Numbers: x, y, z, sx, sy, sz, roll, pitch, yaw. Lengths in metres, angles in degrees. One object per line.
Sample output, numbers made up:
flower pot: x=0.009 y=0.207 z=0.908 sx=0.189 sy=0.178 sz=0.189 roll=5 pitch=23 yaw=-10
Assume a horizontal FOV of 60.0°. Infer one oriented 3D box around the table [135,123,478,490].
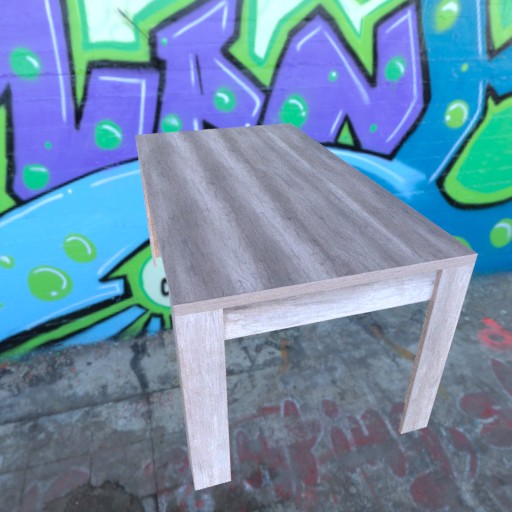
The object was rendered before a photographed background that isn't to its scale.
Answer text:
table: x=0.000 y=0.000 z=2.063 sx=0.900 sy=0.775 sz=1.600 roll=-9 pitch=32 yaw=-14
